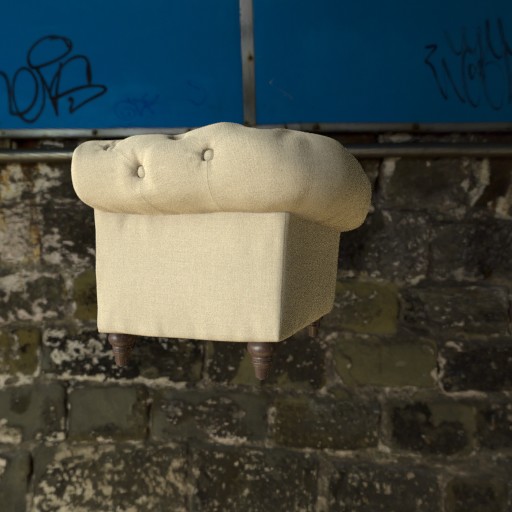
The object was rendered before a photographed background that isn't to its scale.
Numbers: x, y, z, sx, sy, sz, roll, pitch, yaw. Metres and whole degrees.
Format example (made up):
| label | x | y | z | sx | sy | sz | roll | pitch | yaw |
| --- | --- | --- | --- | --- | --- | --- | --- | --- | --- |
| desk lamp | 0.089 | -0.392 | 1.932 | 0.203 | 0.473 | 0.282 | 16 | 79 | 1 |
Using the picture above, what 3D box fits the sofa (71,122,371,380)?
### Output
| label | x | y | z | sx | sy | sz | roll | pitch | yaw |
| --- | --- | --- | --- | --- | --- | --- | --- | --- | --- |
| sofa | 0.000 | 0.000 | 2.047 | 1.034 | 0.878 | 1.405 | 0 | -1 | 19 |
